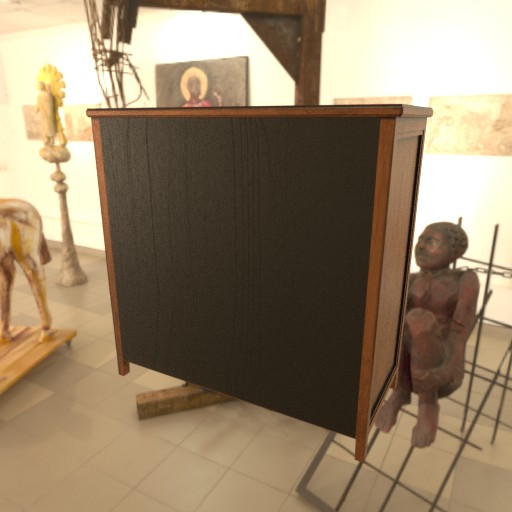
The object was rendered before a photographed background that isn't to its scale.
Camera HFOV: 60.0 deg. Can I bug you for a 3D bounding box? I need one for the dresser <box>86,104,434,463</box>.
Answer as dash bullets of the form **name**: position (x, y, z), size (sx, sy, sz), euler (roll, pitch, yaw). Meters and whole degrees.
- **dresser**: position (0.000, 0.000, 1.934), size (1.250, 1.224, 0.591), euler (9, 20, 27)
